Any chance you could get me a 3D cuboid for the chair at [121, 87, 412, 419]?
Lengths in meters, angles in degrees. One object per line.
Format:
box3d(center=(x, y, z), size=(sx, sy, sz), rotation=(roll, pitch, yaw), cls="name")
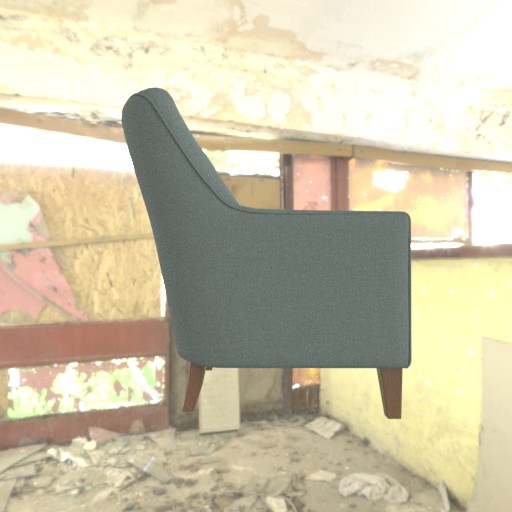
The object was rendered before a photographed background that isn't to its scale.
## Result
box3d(center=(0.000, 0.000, 1.563), size=(0.879, 0.916, 0.756), rotation=(0, -1, 0), cls="chair")
